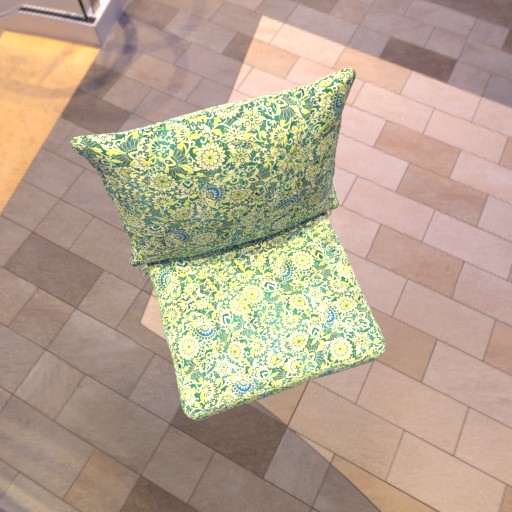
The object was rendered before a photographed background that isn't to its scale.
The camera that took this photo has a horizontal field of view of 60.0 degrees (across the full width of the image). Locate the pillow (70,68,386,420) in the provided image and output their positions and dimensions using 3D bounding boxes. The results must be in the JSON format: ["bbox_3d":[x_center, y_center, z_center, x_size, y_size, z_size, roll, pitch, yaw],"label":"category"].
[{"bbox_3d":[0.000,0.000,1.343,0.798,0.722,0.740,-17,66,-7],"label":"pillow"}]
